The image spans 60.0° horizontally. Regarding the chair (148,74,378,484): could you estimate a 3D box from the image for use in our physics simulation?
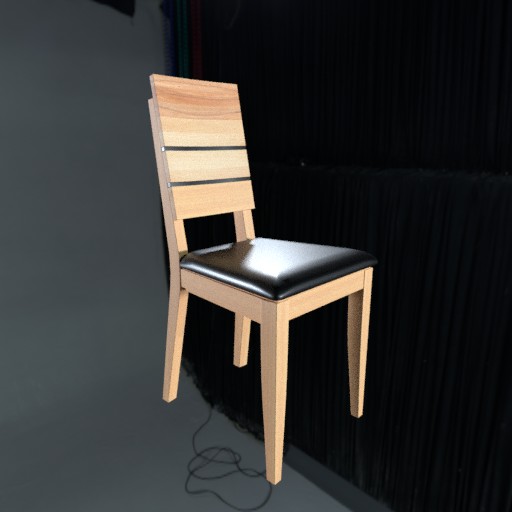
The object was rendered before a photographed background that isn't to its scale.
[{"bbox_3d":[0.000,0.000,1.206,0.520,0.940,0.410,13,20,42],"label":"chair"}]
